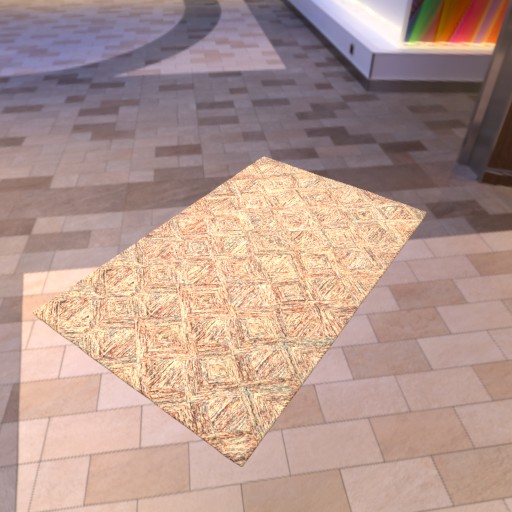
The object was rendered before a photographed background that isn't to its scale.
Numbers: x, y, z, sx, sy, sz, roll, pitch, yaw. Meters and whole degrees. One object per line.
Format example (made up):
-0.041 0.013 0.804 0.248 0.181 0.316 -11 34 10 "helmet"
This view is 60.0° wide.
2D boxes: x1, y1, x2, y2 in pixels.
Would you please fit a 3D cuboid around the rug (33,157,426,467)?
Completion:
0.000 0.000 2.218 1.143 0.014 1.761 25 46 26 "rug"
